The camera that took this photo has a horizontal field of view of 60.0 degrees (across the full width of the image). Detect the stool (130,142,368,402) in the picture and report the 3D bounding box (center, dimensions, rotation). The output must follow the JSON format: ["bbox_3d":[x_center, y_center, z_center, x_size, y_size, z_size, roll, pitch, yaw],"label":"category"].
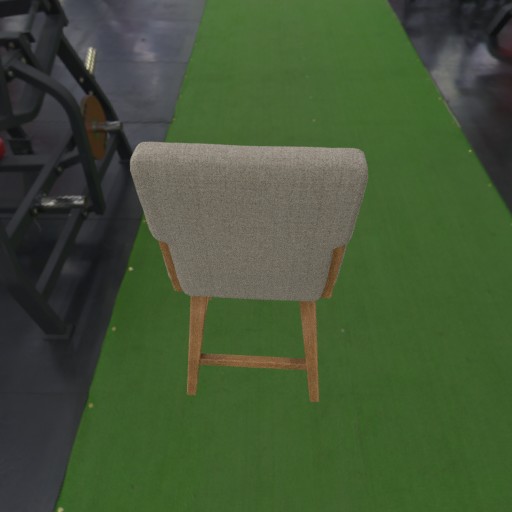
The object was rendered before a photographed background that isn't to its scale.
[{"bbox_3d":[0.000,0.000,1.314,0.459,1.010,0.526,2,46,2],"label":"stool"}]
